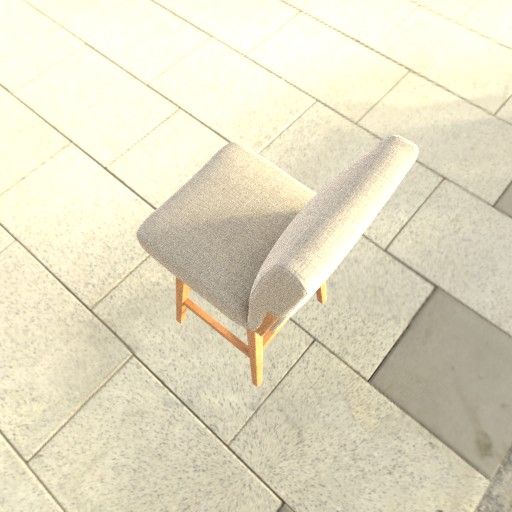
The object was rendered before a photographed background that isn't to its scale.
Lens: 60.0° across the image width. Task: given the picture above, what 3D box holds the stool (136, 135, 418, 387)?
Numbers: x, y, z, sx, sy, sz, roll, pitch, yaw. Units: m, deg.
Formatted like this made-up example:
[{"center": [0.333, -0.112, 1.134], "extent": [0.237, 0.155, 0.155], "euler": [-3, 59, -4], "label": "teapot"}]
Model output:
[{"center": [0.000, 0.000, 1.418], "extent": [0.569, 1.106, 0.483], "euler": [36, 69, 16], "label": "stool"}]
